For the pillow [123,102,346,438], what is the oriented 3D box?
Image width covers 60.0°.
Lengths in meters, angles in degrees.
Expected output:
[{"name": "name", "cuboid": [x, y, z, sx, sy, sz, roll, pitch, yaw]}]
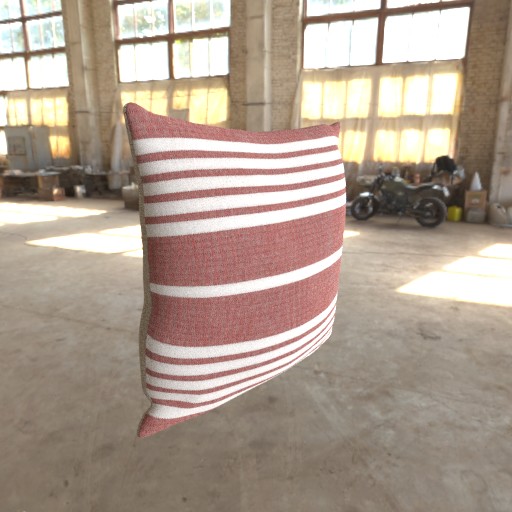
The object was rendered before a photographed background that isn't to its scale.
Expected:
[{"name": "pillow", "cuboid": [0.000, 0.000, 0.687, 0.182, 0.427, 0.439, 13, 19, 42]}]
